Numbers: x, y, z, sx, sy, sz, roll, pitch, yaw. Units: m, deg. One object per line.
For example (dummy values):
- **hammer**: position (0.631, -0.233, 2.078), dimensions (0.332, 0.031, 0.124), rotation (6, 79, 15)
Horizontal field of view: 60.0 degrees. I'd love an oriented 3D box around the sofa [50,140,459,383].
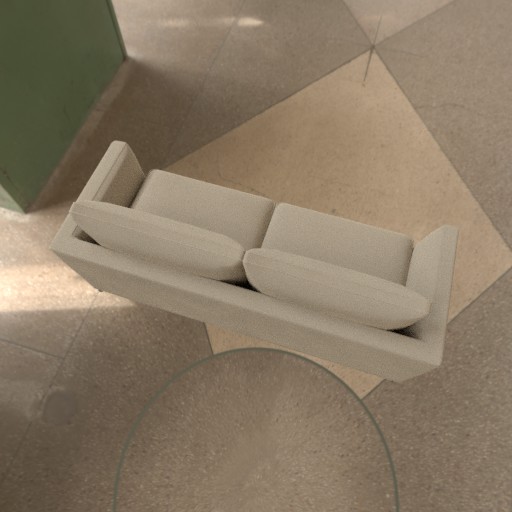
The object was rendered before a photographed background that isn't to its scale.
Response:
- **sofa**: position (0.000, 0.000, 2.752), dimensions (2.214, 1.005, 0.868), rotation (16, 64, 8)
